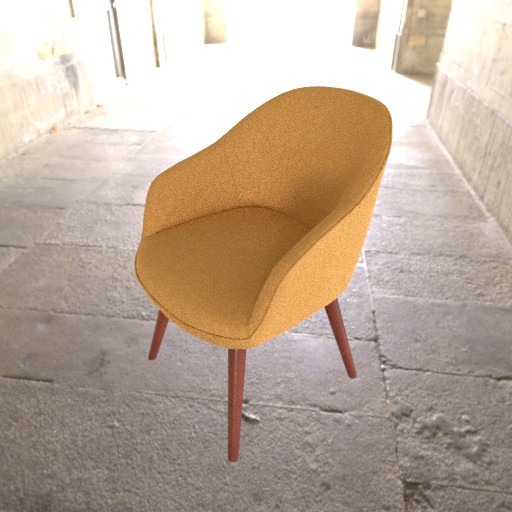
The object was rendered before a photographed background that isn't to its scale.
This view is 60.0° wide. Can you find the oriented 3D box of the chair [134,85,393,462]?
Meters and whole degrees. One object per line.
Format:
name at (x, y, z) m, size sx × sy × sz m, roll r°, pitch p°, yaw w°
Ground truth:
chair at (0.000, 0.000, 1.241) m, size 0.635 × 0.823 × 0.596 m, roll -22°, pitch 38°, yaw -32°
